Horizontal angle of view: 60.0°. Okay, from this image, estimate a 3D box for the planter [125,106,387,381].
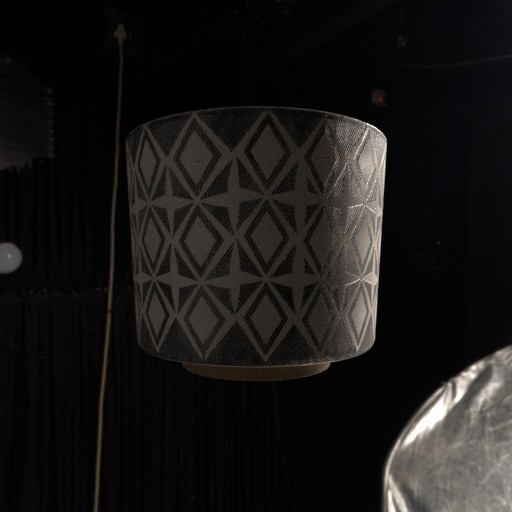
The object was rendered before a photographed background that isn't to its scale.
[{"bbox_3d":[0.000,0.000,0.458,0.260,0.220,0.260,0,-1,0],"label":"planter"}]
